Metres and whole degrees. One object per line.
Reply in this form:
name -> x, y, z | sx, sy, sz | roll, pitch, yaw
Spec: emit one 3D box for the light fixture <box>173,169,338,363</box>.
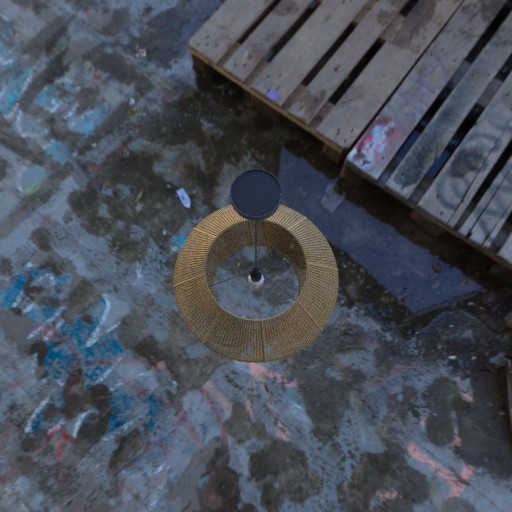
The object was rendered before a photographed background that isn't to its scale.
light fixture -> 0.000, 0.000, 1.391 | 0.643, 1.009, 0.643 | 0, 75, 0
